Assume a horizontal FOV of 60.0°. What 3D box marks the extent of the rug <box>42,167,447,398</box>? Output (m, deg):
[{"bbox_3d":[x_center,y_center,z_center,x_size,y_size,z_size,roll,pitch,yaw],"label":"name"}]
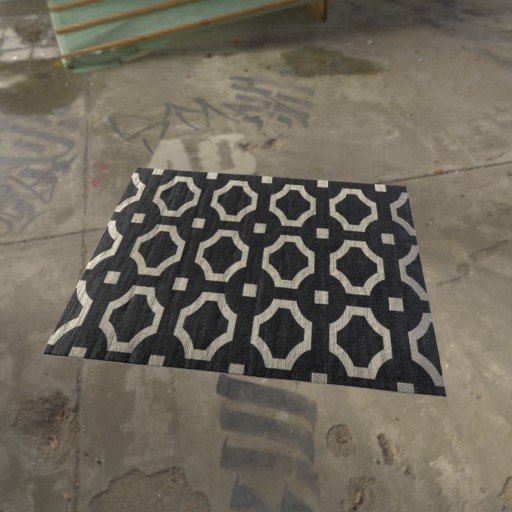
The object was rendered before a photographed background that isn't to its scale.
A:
[{"bbox_3d":[0.000,0.000,4.139,3.049,0.021,2.466,5,47,4],"label":"rug"}]
